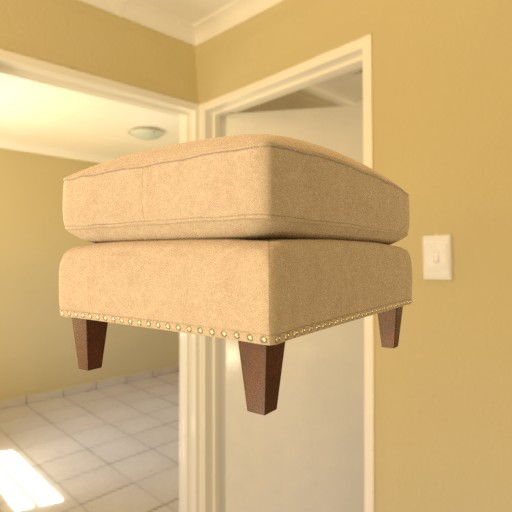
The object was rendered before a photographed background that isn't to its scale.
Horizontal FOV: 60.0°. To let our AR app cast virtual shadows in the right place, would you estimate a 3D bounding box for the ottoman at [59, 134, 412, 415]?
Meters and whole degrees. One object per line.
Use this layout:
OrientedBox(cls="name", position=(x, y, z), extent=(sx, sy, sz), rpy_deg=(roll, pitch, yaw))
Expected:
OrientedBox(cls="ottoman", position=(0.000, 0.000, 1.132), extent=(0.584, 0.513, 0.741), rpy_deg=(0, 0, 35))
